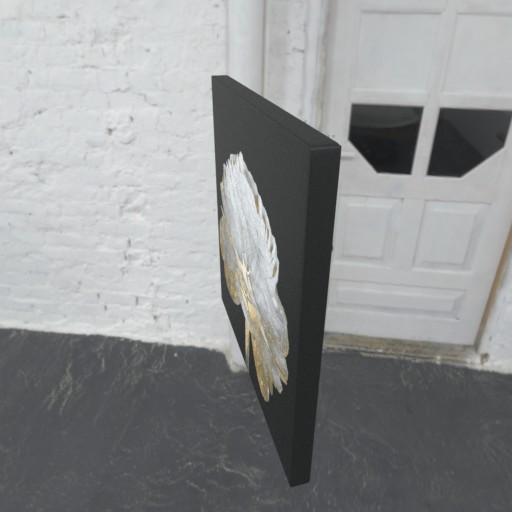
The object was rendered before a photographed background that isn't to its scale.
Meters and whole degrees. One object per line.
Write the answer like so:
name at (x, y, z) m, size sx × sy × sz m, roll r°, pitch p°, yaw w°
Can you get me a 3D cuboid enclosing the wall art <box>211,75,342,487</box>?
wall art at (0.000, 0.000, 0.897) m, size 0.043 × 0.611 × 0.610 m, roll -8°, pitch 30°, yaw -13°
